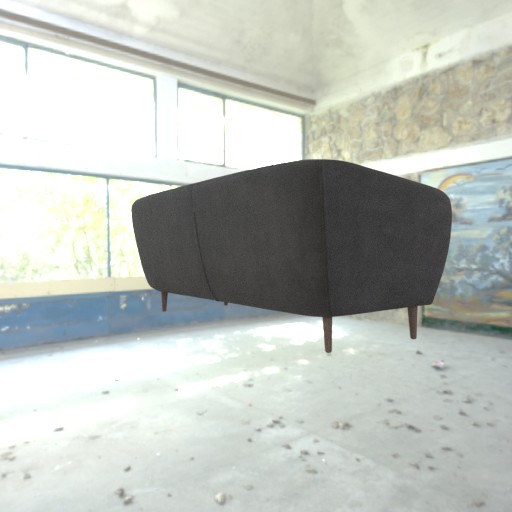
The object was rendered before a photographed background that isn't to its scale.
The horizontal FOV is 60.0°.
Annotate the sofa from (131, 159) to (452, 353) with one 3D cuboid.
[{"bbox_3d":[0.000,0.000,2.873,0.956,0.875,2.296,0,1,-37],"label":"sofa"}]
